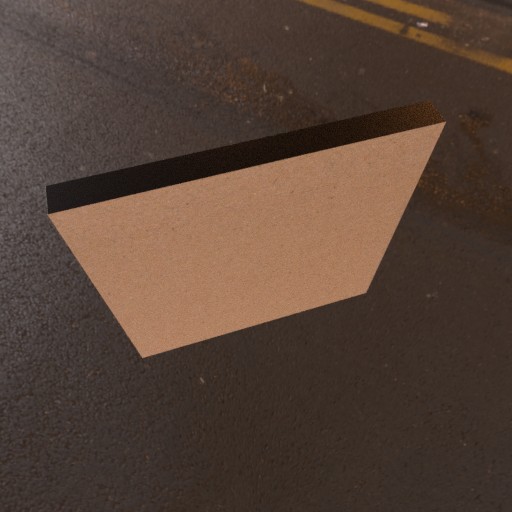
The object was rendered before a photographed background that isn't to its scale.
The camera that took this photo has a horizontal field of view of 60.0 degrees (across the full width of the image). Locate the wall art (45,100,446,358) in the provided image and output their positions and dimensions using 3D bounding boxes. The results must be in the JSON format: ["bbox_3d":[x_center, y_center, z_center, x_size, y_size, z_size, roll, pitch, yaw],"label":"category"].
[{"bbox_3d":[0.000,0.000,0.491,0.327,0.318,0.029,-15,60,-9],"label":"wall art"}]
